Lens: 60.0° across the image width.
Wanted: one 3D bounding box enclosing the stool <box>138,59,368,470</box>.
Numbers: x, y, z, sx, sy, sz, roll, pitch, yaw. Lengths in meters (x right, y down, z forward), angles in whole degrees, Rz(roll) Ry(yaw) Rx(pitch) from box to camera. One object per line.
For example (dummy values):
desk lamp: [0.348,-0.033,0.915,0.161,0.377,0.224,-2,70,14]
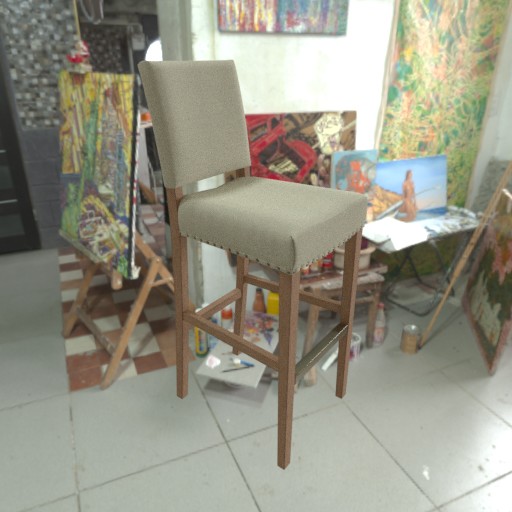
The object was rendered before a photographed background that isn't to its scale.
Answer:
stool: [0.000,0.000,1.416,0.546,1.143,0.428,17,29,33]
